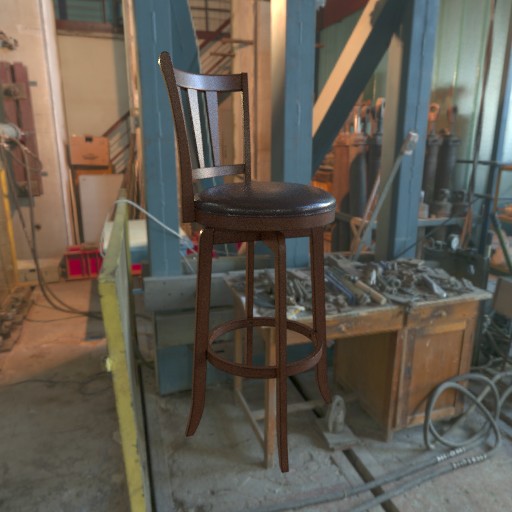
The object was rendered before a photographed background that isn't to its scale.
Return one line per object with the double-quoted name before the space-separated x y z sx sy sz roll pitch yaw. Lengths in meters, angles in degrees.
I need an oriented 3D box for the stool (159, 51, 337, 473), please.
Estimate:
"stool" 0.000 0.000 1.433 0.503 1.177 0.464 8 17 27
